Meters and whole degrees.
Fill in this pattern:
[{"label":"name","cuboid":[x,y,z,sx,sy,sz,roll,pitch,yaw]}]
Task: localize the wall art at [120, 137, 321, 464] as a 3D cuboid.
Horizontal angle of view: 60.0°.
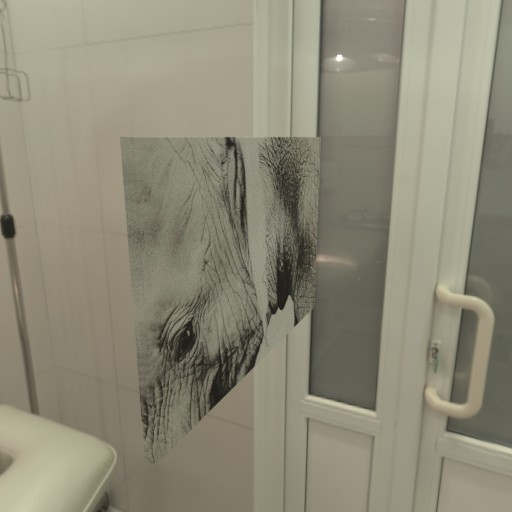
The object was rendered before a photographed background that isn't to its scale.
[{"label":"wall art","cuboid":[0.000,0.000,1.463,0.035,0.758,1.141,7,17,26]}]
